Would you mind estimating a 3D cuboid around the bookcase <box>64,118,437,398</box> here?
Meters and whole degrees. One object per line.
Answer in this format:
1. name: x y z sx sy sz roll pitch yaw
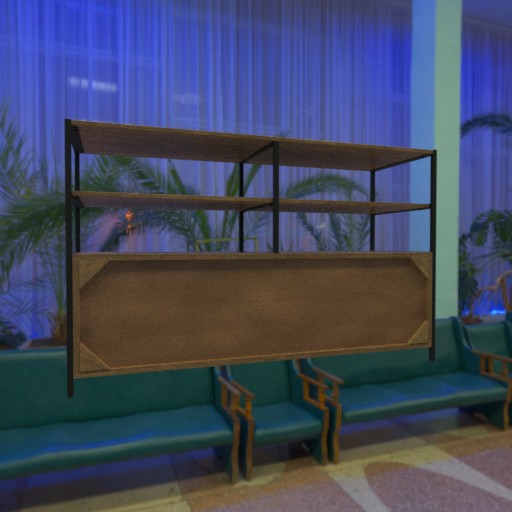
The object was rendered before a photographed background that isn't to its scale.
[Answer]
1. bookcase: 0.000 0.000 1.492 1.149 0.712 0.391 0 1 -19
